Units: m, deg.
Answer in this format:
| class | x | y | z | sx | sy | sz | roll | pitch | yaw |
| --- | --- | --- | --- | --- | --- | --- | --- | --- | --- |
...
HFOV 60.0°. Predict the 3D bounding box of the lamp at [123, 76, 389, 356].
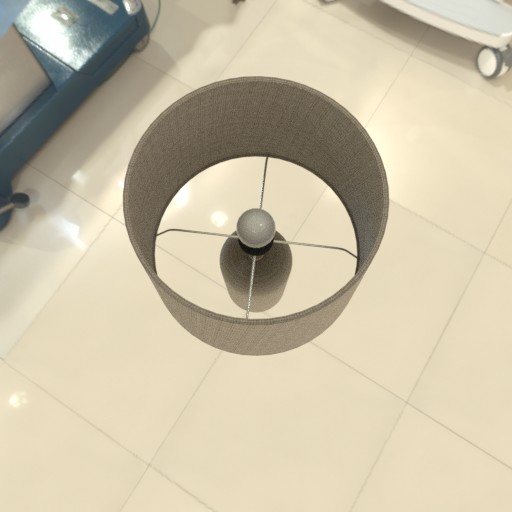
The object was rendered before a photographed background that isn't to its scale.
| class | x | y | z | sx | sy | sz | roll | pitch | yaw |
| --- | --- | --- | --- | --- | --- | --- | --- | --- | --- |
| lamp | 0.000 | 0.000 | 0.825 | 0.367 | 0.609 | 0.367 | 0 | 75 | 0 |
